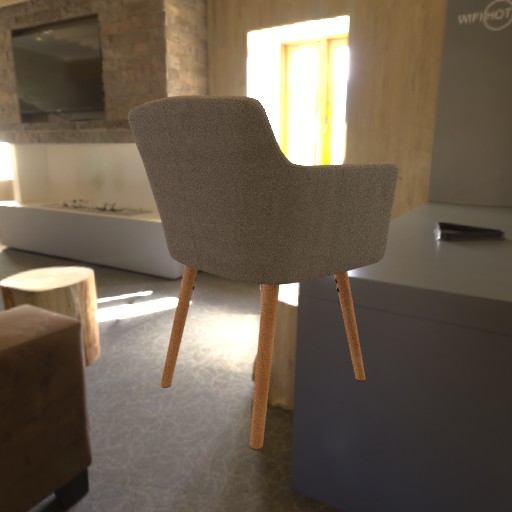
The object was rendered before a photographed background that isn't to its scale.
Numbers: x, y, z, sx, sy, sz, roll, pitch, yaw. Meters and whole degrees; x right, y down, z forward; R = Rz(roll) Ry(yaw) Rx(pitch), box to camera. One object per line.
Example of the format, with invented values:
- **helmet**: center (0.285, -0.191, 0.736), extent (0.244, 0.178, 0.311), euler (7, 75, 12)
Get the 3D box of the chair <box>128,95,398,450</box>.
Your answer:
- **chair**: center (0.000, 0.000, 1.196), extent (0.540, 0.780, 0.570), euler (-13, 19, -43)
